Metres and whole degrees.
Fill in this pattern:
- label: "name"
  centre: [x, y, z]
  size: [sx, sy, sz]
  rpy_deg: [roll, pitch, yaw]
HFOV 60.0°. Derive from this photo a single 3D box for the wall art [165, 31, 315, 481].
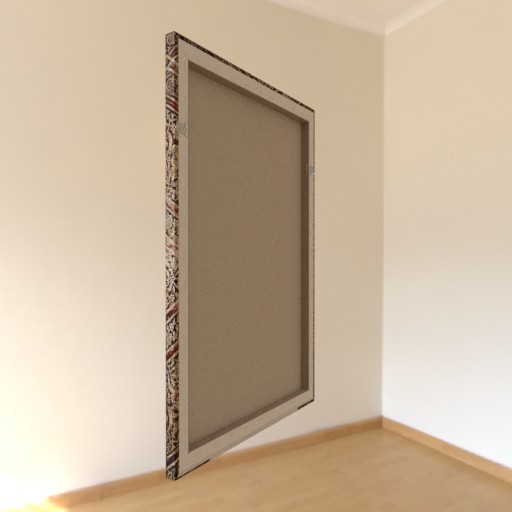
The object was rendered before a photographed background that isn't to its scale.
- label: "wall art"
  centre: [0.000, 0.000, 0.756]
  size: [0.020, 0.599, 0.397]
  rpy_deg: [0, 0, 35]
